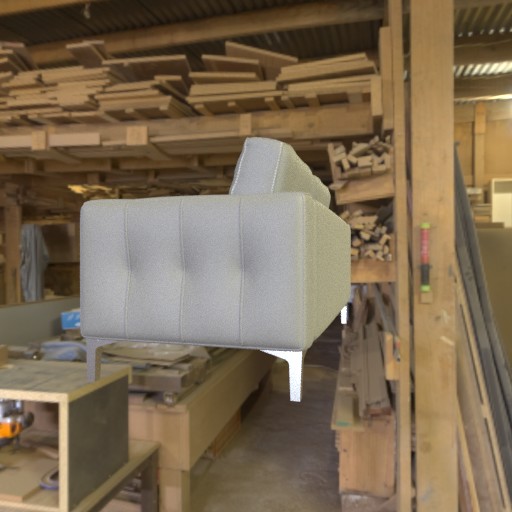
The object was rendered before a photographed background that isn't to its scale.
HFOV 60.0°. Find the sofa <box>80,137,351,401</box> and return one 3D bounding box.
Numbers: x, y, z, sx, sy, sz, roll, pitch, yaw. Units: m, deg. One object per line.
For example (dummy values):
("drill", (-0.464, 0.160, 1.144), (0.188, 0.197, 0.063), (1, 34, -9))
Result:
("sofa", (0.000, 0.000, 2.262), (0.833, 0.893, 1.726), (0, 0, 16))
